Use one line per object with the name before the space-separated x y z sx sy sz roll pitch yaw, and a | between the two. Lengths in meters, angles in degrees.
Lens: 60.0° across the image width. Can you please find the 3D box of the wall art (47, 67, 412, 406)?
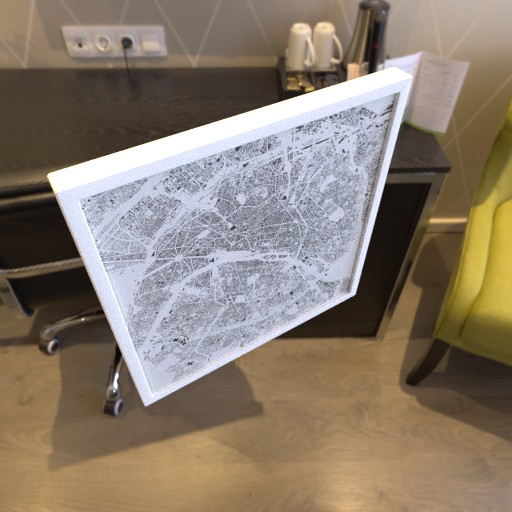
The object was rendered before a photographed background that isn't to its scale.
wall art | 0.000 0.000 0.743 0.508 0.508 0.038 -24 51 -21
